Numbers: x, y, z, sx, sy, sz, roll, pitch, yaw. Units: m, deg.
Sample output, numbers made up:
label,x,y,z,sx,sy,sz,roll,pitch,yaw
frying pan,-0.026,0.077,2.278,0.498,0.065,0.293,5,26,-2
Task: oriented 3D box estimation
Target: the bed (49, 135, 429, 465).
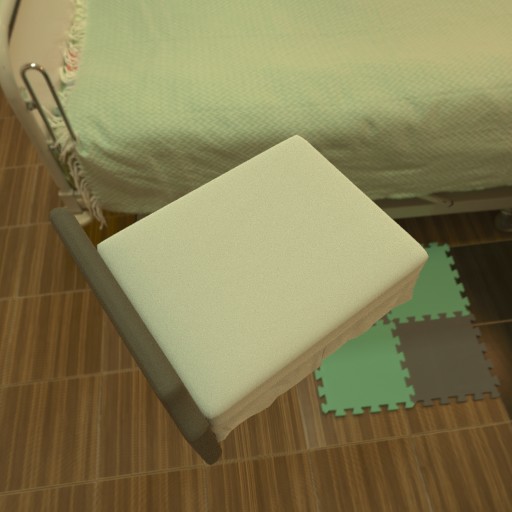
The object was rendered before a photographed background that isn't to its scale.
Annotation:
label,x,y,z,sx,sy,sz,roll,pitch,yaw
bed,0.000,0.000,3.319,2.181,1.297,1.831,-32,65,-18
